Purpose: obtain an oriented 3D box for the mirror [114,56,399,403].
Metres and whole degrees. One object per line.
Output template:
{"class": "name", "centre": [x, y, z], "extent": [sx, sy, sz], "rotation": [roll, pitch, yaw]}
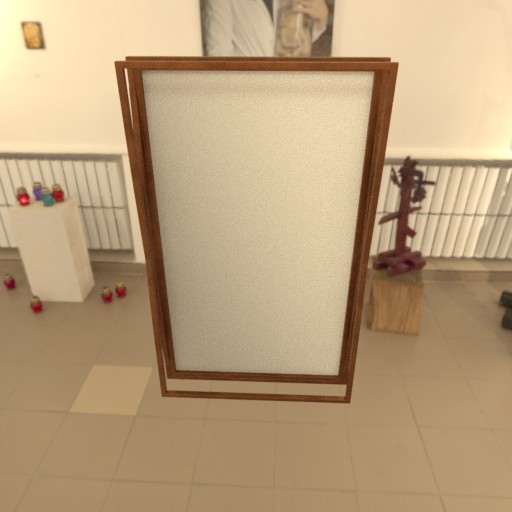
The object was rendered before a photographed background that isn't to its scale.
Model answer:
{"class": "mirror", "centre": [0.000, 0.000, 0.941], "extent": [0.468, 0.768, 0.082], "rotation": [1, 29, 2]}
